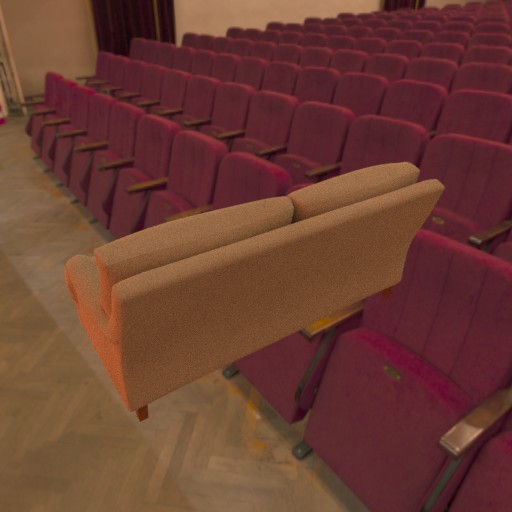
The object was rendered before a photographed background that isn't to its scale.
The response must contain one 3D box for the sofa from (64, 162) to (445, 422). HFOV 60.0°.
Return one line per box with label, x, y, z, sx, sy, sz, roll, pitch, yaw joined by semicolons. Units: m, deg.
sofa;0.000;0.000;2.705;2.070;0.997;1.091;-19;35;-30
